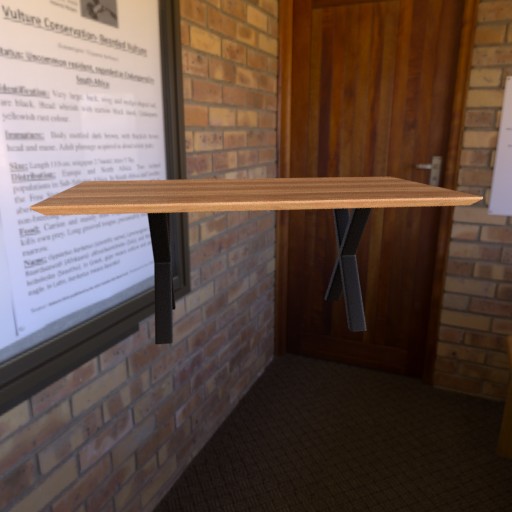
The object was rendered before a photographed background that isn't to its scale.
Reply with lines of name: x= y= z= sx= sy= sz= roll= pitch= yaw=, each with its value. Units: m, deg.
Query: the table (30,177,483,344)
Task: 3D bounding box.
table: x=0.000 y=0.000 z=2.514 sx=2.000 sy=0.770 sz=1.000 roll=-2 pitch=16 yaw=-8
